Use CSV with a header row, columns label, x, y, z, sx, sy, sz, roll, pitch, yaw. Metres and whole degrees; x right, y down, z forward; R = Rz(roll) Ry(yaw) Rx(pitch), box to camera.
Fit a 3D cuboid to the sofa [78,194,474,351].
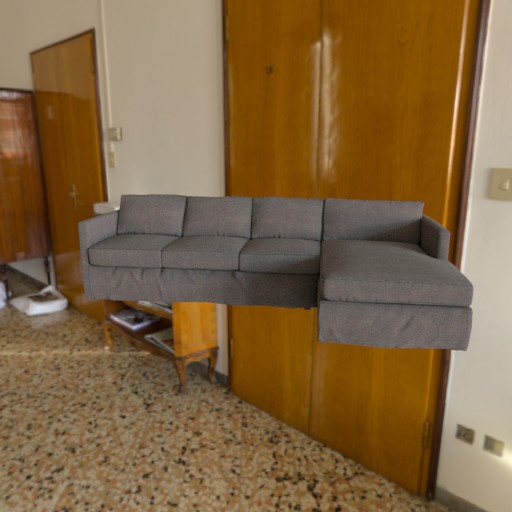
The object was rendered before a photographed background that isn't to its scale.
label,x,y,z,sx,sy,sz,roll,pitch,yaw
sofa,0.000,0.000,3.882,3.205,0.922,1.650,2,14,8
